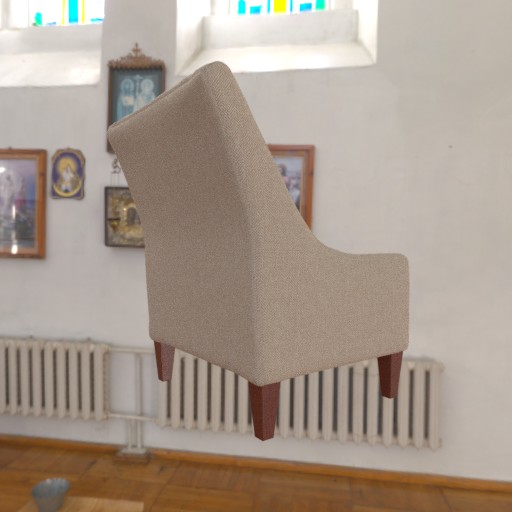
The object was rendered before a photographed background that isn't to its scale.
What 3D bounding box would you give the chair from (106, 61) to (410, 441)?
[{"bbox_3d":[0.000,0.000,1.646,0.870,1.014,0.774,-1,2,-36],"label":"chair"}]
